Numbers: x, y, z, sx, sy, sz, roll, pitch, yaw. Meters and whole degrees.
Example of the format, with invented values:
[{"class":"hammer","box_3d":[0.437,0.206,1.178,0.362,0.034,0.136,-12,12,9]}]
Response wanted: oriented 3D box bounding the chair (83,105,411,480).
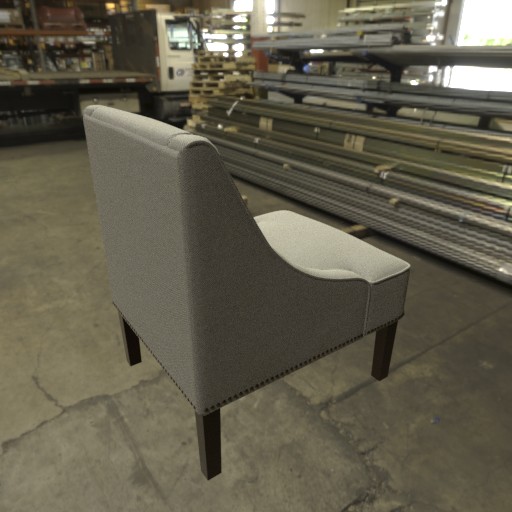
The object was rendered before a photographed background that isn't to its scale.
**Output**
[{"class":"chair","box_3d":[0.000,0.000,1.358,0.748,0.872,0.628,-17,30,-31]}]
